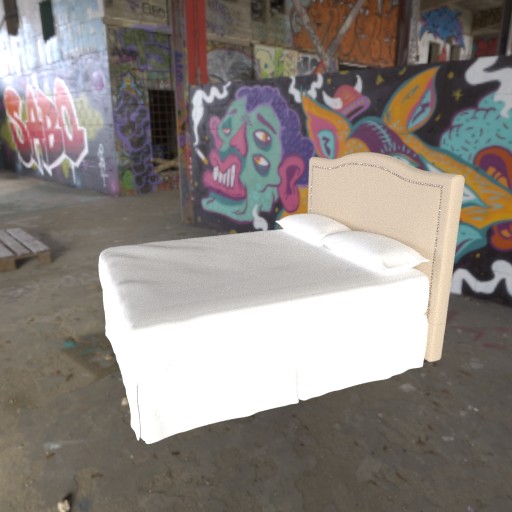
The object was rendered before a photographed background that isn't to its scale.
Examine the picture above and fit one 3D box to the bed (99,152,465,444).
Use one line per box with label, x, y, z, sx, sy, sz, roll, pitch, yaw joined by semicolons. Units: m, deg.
bed;0.000;0.000;3.315;2.143;1.460;1.753;-7;18;-23
